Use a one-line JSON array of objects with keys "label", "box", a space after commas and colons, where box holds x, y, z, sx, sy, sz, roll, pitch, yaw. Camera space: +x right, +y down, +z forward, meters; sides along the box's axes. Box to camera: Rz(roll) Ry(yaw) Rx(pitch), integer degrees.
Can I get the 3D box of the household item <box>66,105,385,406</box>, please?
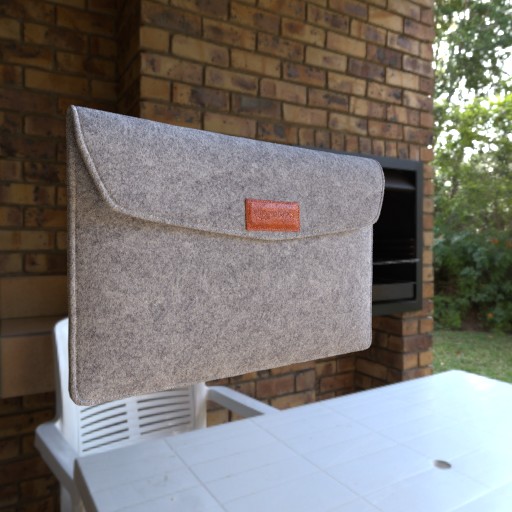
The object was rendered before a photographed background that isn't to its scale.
[{"label": "household item", "box": [0.000, 0.000, 0.420, 0.335, 0.221, 0.057, -1, 1, -36]}]
